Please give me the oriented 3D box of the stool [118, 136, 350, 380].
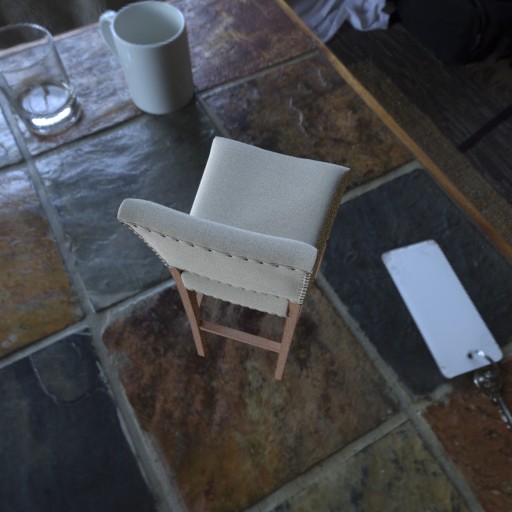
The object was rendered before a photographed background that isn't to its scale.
[{"bbox_3d":[0.000,0.000,1.392,0.428,1.143,0.546,15,65,7],"label":"stool"}]
